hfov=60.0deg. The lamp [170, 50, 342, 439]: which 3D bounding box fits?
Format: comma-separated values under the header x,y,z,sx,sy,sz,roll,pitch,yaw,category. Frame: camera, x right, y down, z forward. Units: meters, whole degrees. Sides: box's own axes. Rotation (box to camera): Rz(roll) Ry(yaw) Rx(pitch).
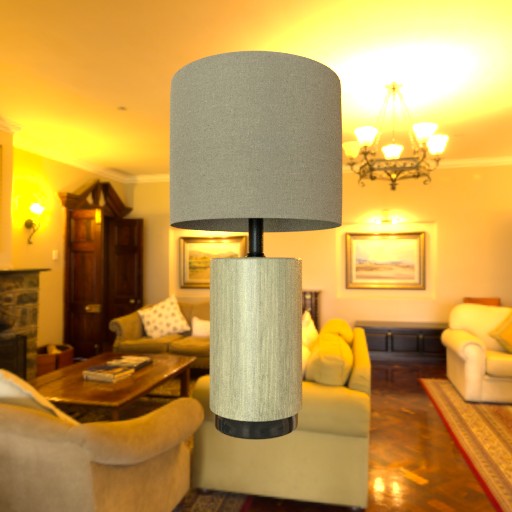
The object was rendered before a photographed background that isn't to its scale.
x,y,z,sx,sy,sz,roll,pitch,yaw,category
0.000,0.000,0.593,0.228,0.444,0.228,1,-1,-36,lamp
